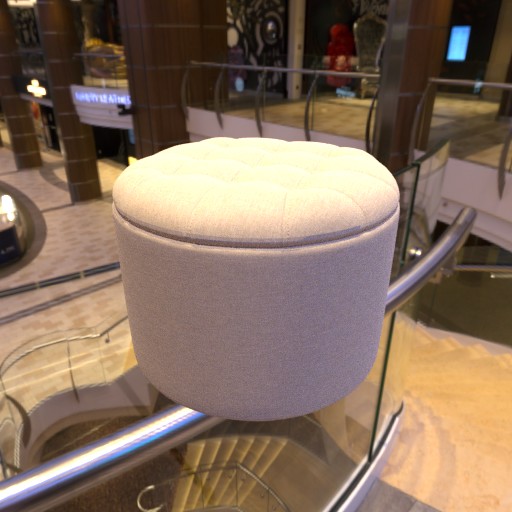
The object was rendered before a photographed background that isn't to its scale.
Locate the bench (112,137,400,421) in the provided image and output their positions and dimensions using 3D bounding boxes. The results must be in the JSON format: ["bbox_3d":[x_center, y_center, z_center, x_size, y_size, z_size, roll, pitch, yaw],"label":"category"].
[{"bbox_3d":[0.000,0.000,1.024,0.600,0.454,0.600,0,26,0],"label":"bench"}]
